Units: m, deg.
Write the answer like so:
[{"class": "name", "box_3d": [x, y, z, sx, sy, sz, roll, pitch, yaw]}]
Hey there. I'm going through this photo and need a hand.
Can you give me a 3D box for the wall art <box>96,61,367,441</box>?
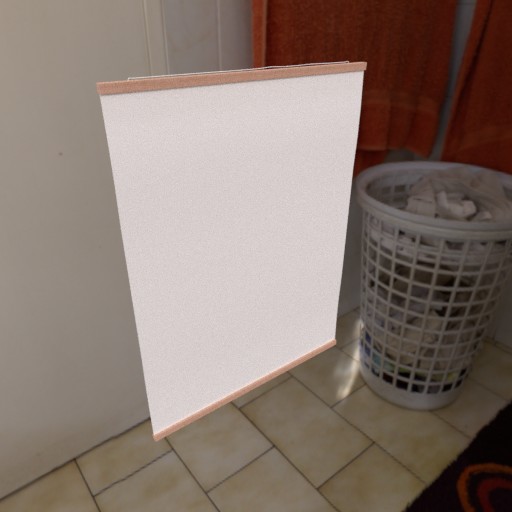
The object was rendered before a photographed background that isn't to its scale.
[{"class": "wall art", "box_3d": [0.000, 0.000, 1.290, 0.758, 1.013, 0.020, -19, 34, -31]}]
